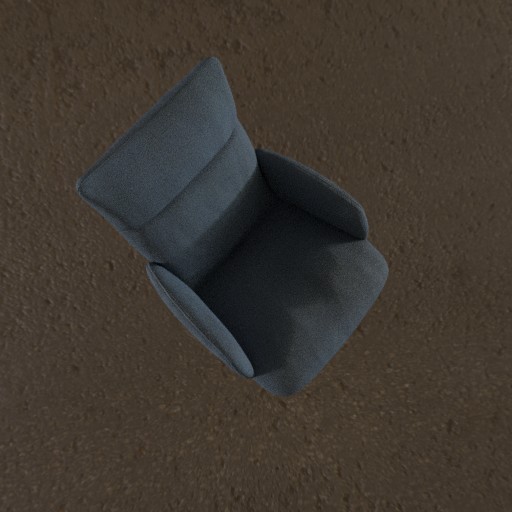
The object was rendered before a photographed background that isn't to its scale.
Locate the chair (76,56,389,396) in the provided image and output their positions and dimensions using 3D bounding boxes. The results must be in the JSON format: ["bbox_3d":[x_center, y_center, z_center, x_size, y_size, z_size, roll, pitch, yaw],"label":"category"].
[{"bbox_3d":[0.000,0.000,1.604,0.889,1.016,0.711,39,78,10],"label":"chair"}]
